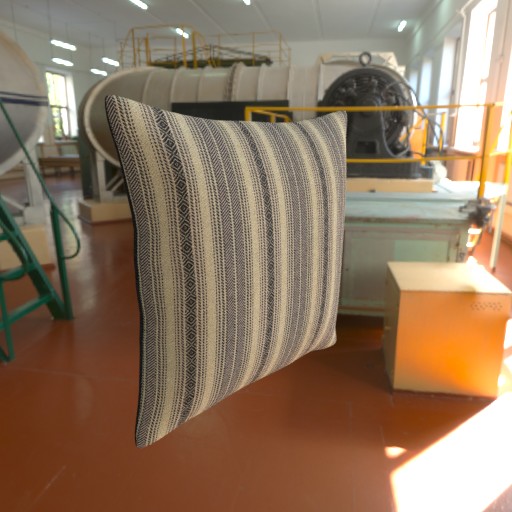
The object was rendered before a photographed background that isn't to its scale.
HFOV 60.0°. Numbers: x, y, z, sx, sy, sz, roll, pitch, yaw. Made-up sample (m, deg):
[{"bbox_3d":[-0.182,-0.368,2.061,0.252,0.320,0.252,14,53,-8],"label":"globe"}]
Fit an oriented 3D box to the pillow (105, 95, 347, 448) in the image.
[{"bbox_3d":[0.000,0.000,0.784,0.166,0.508,0.520,15,21,43],"label":"pillow"}]
